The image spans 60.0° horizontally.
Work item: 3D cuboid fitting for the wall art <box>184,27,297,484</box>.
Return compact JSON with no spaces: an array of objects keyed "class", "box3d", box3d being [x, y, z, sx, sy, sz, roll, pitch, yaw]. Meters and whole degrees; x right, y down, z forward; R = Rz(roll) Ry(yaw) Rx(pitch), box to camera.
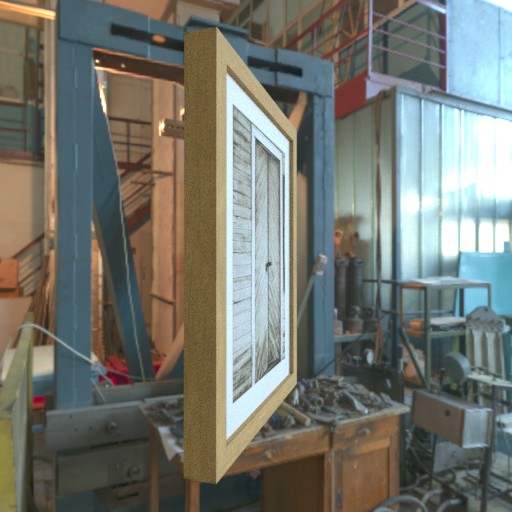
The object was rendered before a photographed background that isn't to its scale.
[{"class":"wall art","box3d":[0.000,0.000,0.521,0.030,0.380,0.312,0,-1,18]}]
